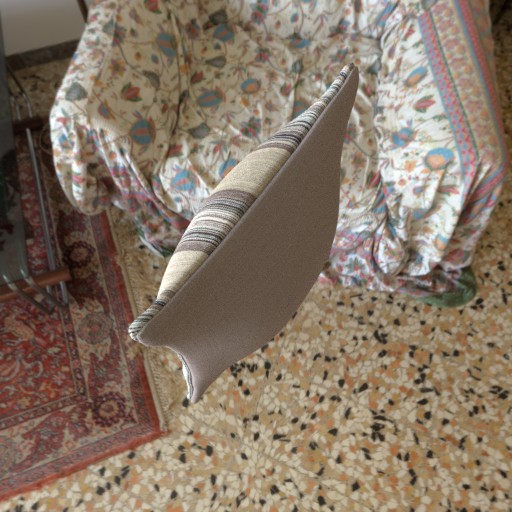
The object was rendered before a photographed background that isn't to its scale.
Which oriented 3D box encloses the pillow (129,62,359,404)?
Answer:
[{"bbox_3d":[0.000,0.000,0.672,0.189,0.416,0.435,31,68,14],"label":"pillow"}]
